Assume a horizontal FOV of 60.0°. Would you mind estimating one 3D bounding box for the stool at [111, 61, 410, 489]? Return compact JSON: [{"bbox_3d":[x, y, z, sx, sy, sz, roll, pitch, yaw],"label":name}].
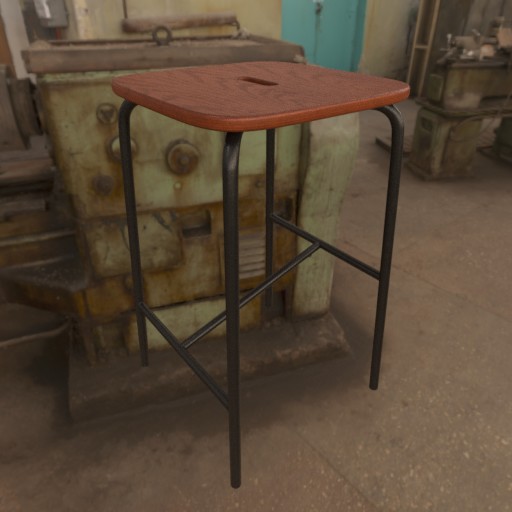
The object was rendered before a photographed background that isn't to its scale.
[{"bbox_3d":[0.000,0.000,0.819,0.376,0.610,0.376,-21,37,-31],"label":"stool"}]
